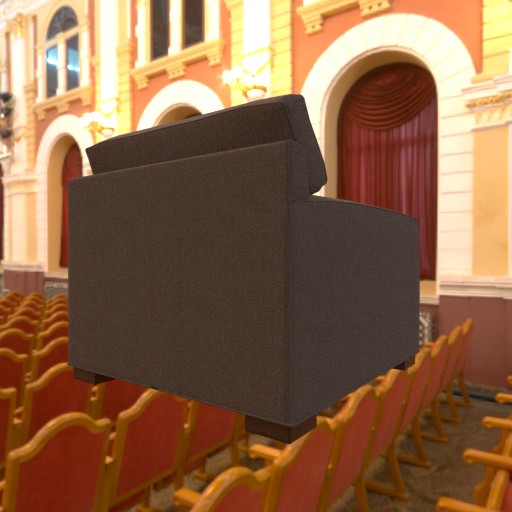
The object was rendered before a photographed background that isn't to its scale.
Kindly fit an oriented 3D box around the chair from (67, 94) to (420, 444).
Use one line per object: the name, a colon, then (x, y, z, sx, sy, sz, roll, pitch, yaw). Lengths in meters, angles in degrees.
chair: (0.000, 0.000, 1.771, 0.997, 0.913, 1.043, 0, 1, 37)
